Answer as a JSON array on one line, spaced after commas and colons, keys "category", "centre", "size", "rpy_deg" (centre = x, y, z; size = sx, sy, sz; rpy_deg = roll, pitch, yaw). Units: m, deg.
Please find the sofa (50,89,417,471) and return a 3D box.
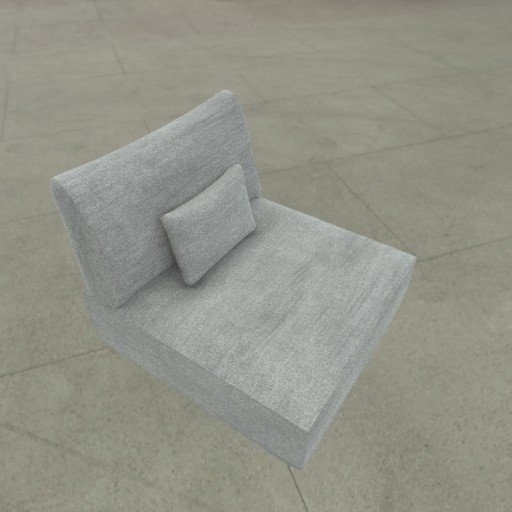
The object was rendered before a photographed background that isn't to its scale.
[{"category": "sofa", "centre": [0.000, 0.000, 1.707], "size": [1.000, 0.820, 0.930], "rpy_deg": [24, 47, 25]}]
